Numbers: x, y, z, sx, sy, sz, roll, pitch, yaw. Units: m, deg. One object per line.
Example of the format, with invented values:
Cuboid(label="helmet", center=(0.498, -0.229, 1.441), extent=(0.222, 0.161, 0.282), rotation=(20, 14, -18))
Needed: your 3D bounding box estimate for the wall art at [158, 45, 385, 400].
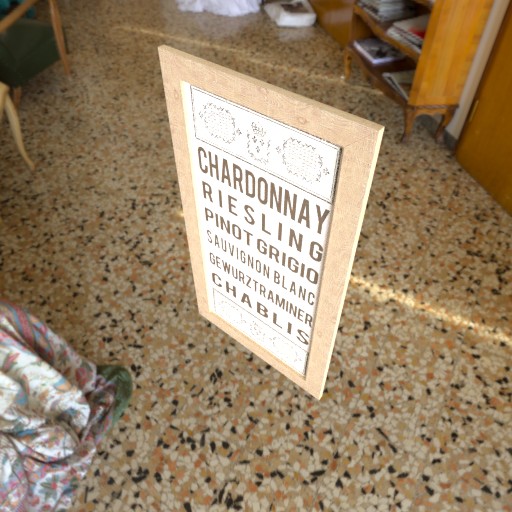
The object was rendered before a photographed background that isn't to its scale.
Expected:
Cuboid(label="wall art", center=(0.000, 0.000, 0.846), extent=(0.381, 0.683, 0.013), rotation=(31, 54, 26))
